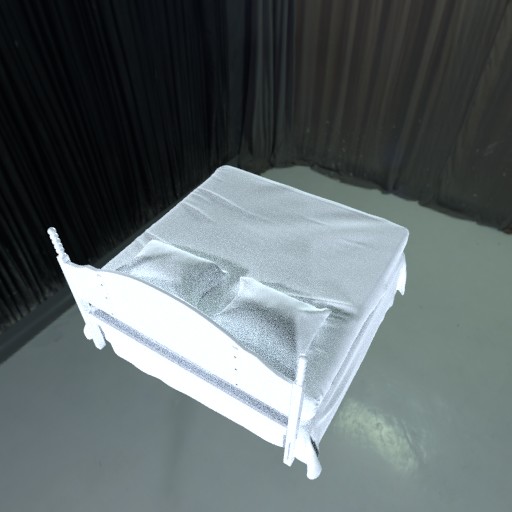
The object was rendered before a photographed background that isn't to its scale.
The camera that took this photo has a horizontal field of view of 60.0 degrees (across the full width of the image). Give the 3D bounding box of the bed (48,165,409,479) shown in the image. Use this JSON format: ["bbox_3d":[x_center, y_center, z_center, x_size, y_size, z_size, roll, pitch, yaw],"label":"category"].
[{"bbox_3d":[0.000,0.000,3.690,2.322,1.355,2.219,23,49,22],"label":"bed"}]
